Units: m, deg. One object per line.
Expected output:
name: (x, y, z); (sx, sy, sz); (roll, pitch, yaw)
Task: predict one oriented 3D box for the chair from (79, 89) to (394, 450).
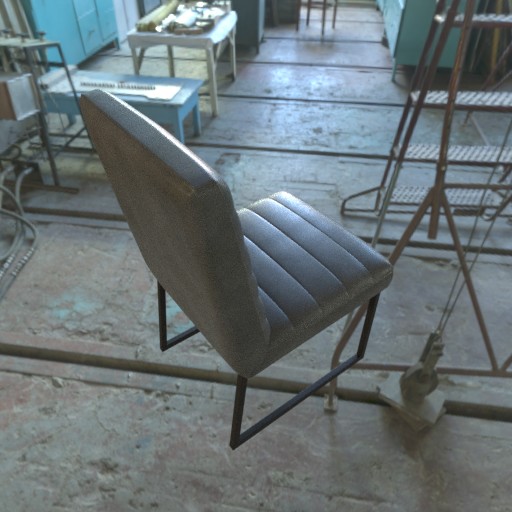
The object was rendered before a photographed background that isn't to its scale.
chair: (0.000, 0.000, 1.257); (0.634, 0.930, 0.520); (-26, 47, -27)
